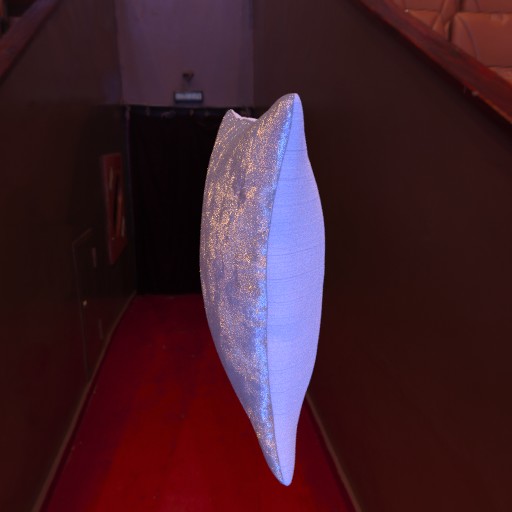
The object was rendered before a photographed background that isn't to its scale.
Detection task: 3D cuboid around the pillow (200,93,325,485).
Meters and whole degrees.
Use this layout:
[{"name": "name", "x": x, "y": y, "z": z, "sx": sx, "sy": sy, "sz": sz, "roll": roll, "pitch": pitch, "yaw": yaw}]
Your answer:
[{"name": "pillow", "x": 0.000, "y": 0.000, "z": 0.707, "sx": 0.175, "sy": 0.464, "sz": 0.470, "roll": -3, "pitch": 16, "yaw": -9}]
